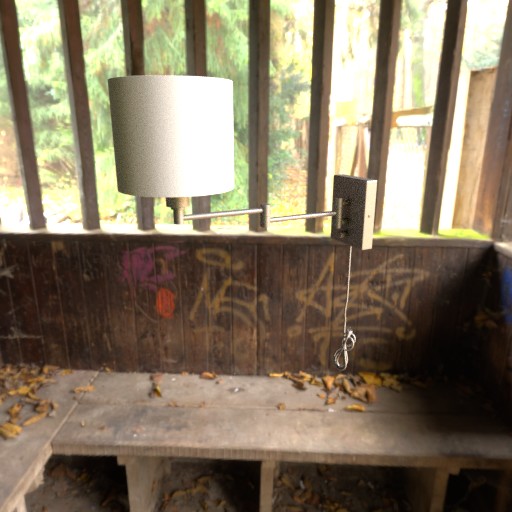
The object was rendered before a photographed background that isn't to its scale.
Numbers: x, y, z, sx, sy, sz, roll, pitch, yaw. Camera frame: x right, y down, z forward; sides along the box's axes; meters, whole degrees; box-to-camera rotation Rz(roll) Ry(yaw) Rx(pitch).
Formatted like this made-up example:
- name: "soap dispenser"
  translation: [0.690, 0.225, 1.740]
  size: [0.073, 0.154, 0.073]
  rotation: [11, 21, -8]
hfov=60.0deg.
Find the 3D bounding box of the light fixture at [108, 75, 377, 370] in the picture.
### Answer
- name: "light fixture"
  translation: [0.000, 0.000, 0.900]
  size: [0.516, 0.651, 0.203]
  rotation: [-8, 19, -25]
